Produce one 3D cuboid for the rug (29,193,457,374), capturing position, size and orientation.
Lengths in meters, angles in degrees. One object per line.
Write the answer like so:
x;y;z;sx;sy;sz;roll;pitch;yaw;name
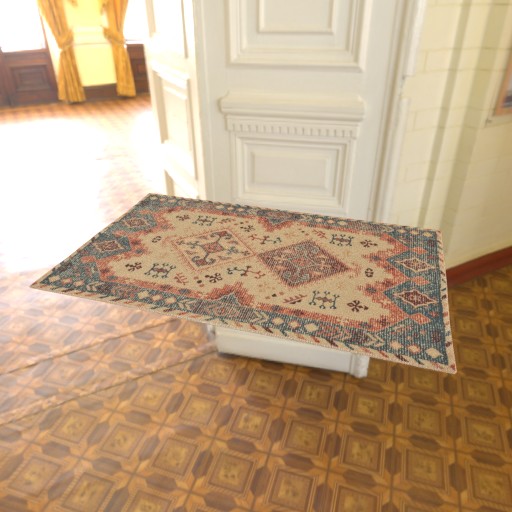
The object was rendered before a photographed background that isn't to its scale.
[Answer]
0.000;0.000;3.036;2.464;0.023;1.521;9;32;14;rug
